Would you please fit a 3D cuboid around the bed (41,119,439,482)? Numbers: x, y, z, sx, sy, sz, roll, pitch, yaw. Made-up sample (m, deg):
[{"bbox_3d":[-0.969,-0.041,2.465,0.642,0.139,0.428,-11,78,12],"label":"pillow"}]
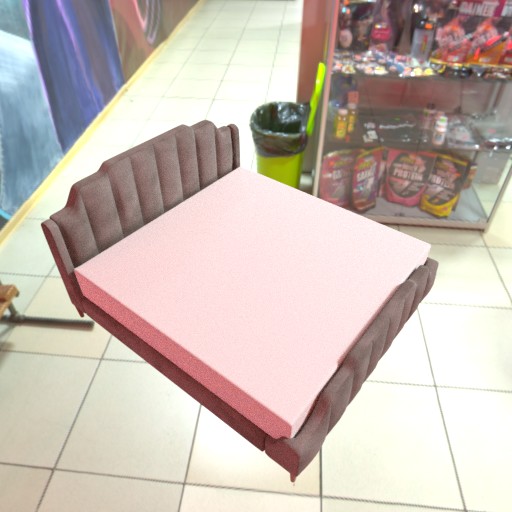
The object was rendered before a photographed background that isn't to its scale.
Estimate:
[{"bbox_3d":[0.000,0.000,3.502,2.340,1.245,2.074,28,48,28],"label":"bed"}]
